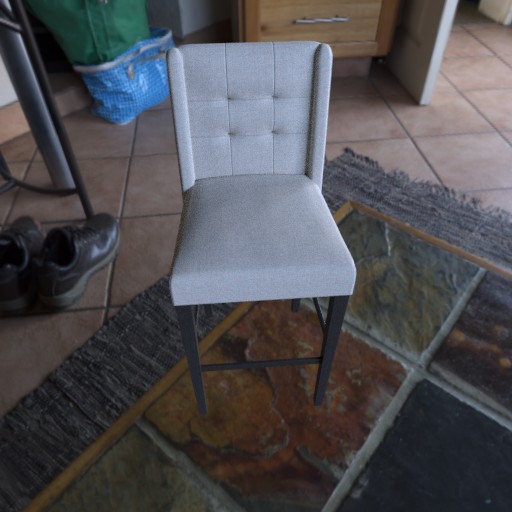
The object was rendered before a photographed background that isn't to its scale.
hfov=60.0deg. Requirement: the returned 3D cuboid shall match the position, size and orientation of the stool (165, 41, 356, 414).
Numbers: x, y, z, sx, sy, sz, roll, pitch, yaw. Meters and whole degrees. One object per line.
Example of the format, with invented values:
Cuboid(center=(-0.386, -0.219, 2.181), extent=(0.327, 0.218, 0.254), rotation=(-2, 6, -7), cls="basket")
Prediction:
Cuboid(center=(0.000, 0.000, 1.395), extent=(0.474, 1.116, 0.509), rotation=(-3, 45, -3), cls="stool")
